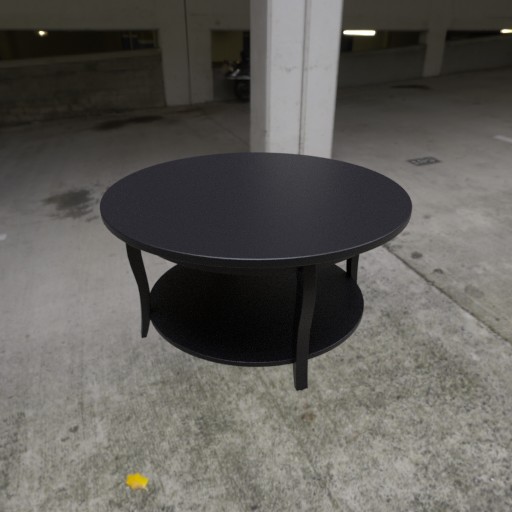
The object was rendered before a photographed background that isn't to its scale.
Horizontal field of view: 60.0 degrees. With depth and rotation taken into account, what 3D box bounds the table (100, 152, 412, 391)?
[{"bbox_3d":[0.000,0.000,1.462,0.914,0.457,0.914,0,27,0],"label":"table"}]
